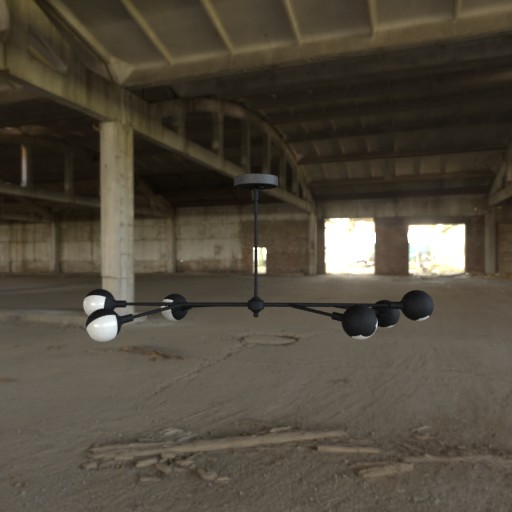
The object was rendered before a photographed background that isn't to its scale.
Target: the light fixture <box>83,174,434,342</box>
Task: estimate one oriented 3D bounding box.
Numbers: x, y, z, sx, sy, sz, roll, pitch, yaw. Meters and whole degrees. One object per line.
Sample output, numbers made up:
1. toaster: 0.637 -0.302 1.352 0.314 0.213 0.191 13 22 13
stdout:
1. light fixture: 0.000 0.000 1.024 0.778 0.362 0.434 0 0 18
